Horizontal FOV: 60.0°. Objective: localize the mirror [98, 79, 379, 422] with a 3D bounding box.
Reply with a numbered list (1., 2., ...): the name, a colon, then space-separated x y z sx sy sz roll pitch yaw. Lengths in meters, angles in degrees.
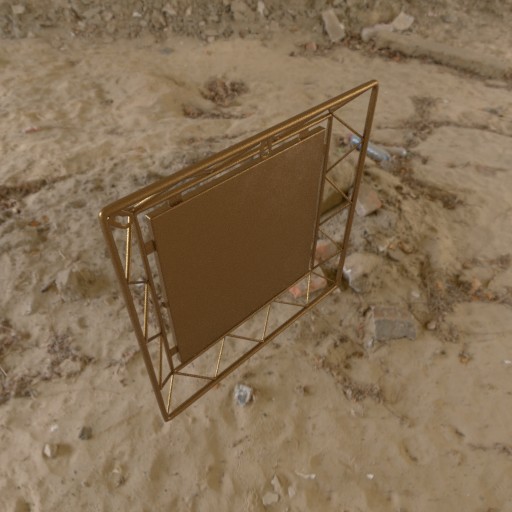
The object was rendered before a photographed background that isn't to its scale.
1. mirror: 0.000 0.000 0.643 0.416 0.414 0.046 -33 54 -29
